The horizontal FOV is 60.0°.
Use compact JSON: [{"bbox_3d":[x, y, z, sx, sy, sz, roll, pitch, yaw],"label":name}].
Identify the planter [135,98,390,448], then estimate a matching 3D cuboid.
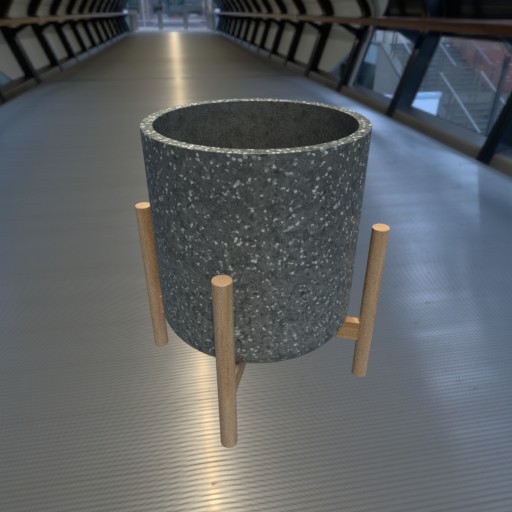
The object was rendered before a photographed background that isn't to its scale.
[{"bbox_3d":[0.000,0.000,0.696,0.360,0.419,0.360,19,35,30],"label":"planter"}]
